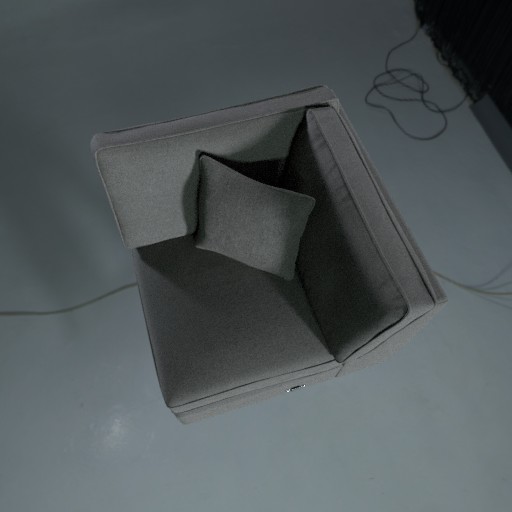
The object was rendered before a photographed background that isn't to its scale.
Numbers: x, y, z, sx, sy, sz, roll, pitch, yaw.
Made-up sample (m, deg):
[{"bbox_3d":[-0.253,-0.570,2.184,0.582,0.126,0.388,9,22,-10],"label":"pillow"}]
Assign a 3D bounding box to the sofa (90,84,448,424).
[{"bbox_3d":[0.000,0.000,1.970,1.084,1.002,1.146,-16,63,-8],"label":"sofa"}]
